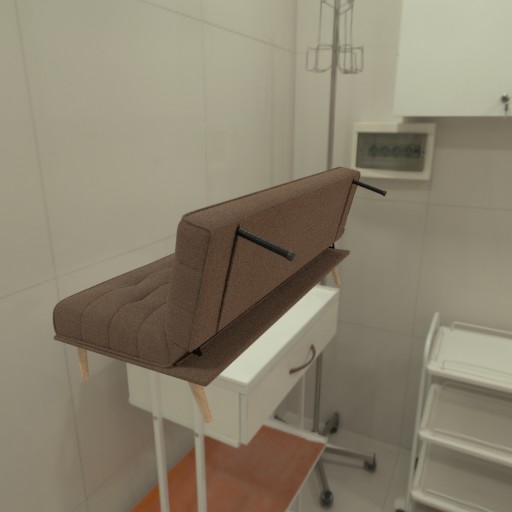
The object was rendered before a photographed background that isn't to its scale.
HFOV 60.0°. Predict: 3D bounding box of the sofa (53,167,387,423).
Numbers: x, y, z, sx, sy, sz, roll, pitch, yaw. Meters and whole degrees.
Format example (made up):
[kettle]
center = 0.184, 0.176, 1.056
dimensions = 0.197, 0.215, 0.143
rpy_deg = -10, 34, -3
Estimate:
[sofa]
center = 0.000, 0.000, 2.379
dimensions = 1.038, 0.810, 1.820
rpy_deg = 9, 19, 26
